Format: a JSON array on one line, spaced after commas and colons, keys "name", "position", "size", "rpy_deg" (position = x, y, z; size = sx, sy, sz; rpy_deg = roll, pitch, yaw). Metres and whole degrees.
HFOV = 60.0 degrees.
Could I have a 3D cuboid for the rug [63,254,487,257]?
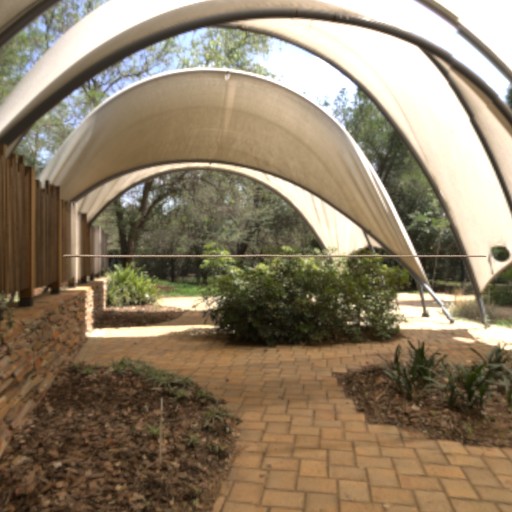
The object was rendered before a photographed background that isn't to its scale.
[{"name": "rug", "position": [0.000, 0.000, 4.406], "size": [3.357, 0.019, 2.449], "rpy_deg": [0, 0, -19]}]
